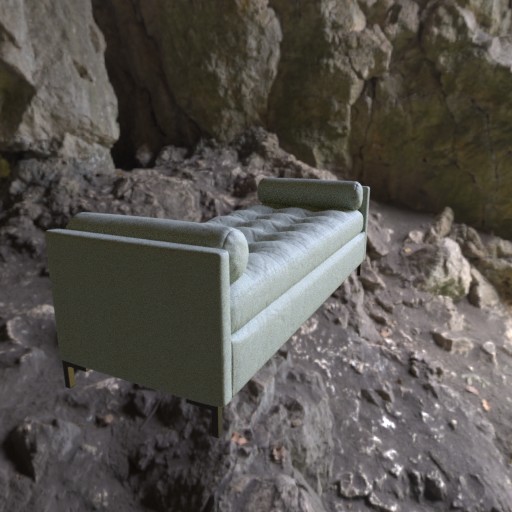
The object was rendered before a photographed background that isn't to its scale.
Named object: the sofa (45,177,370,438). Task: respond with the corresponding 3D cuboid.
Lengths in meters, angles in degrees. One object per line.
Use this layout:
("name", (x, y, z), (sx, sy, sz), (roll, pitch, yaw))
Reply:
("sofa", (0.000, 0.000, 2.470), (0.796, 0.705, 2.102), (7, 17, 25))
